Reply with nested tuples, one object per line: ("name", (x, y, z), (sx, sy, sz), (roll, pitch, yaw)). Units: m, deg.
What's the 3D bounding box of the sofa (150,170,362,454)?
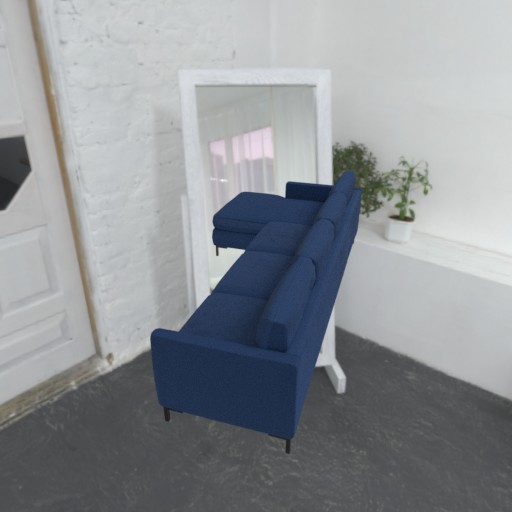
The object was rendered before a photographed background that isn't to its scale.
("sofa", (0.000, 0.000, 2.975), (1.128, 0.679, 2.450), (8, 27, 16))
